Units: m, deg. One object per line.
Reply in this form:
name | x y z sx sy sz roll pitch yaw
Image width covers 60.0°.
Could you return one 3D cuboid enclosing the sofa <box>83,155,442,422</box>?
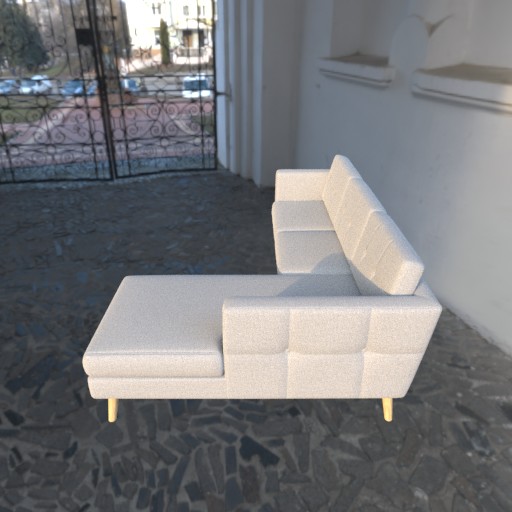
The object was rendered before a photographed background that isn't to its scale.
sofa | 0.000 0.000 2.820 1.530 0.860 2.040 0 27 0
